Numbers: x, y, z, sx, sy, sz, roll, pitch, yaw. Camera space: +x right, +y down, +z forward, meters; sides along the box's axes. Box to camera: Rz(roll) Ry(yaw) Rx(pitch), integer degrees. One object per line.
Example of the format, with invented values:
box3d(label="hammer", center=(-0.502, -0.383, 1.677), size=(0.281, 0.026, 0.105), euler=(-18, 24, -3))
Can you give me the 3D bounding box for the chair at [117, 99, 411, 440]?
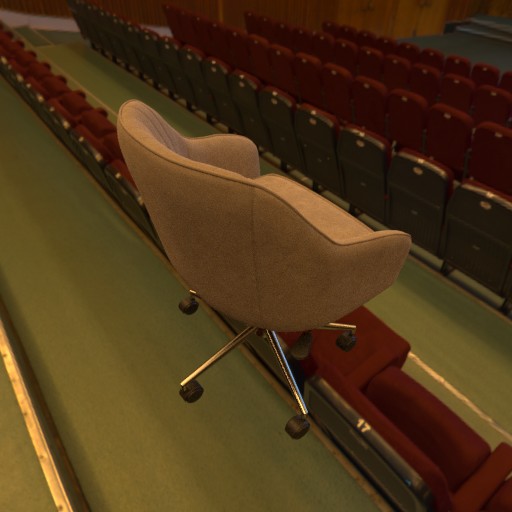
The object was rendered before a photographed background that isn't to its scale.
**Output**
box3d(label="chair", center=(0.000, 0.000, 1.202), size=(0.573, 0.831, 0.635), euler=(-26, 46, -27))
